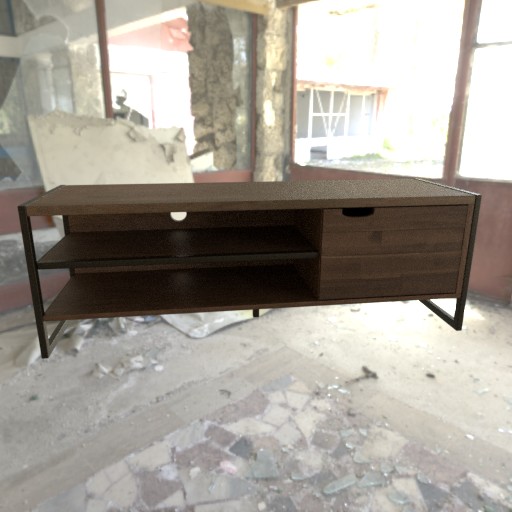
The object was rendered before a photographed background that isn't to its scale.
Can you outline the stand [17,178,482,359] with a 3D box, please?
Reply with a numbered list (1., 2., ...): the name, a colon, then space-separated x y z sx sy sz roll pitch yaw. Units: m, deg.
1. stand: 0.000 0.000 1.687 1.480 0.506 0.454 -2 17 -8
